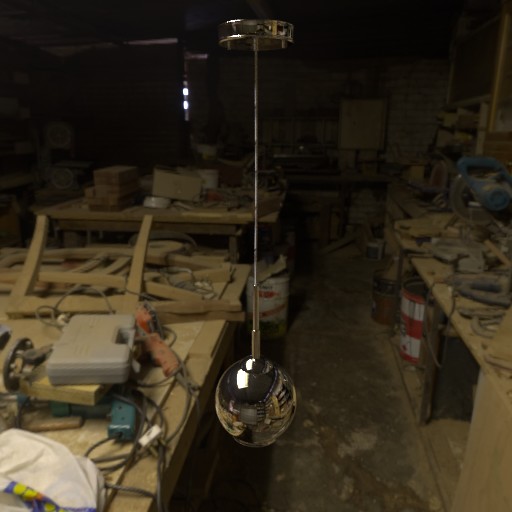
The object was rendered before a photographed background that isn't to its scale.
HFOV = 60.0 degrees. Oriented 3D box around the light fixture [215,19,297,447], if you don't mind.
[{"bbox_3d":[0.000,0.000,1.652,0.336,1.538,0.336,2,17,8],"label":"light fixture"}]
